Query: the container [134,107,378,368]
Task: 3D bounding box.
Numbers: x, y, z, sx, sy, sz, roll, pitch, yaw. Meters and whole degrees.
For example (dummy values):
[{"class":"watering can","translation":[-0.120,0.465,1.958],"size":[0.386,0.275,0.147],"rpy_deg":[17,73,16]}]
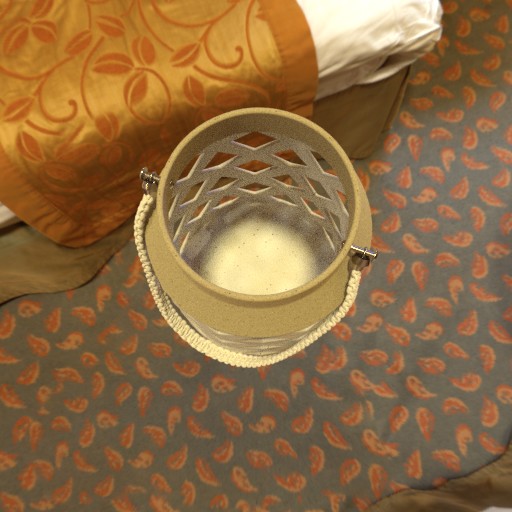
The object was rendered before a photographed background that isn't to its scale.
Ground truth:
[{"class":"container","translation":[0.000,0.000,0.397],"size":[0.188,0.264,0.198],"rpy_deg":[20,78,5]}]
